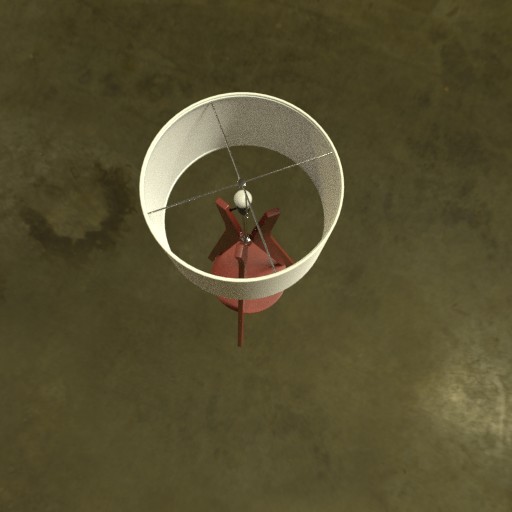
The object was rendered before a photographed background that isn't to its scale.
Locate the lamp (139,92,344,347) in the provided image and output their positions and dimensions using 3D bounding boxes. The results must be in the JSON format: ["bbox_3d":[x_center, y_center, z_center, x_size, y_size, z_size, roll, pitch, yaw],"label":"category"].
[{"bbox_3d":[0.000,0.000,1.739,0.542,1.472,0.539,-19,76,-5],"label":"lamp"}]
